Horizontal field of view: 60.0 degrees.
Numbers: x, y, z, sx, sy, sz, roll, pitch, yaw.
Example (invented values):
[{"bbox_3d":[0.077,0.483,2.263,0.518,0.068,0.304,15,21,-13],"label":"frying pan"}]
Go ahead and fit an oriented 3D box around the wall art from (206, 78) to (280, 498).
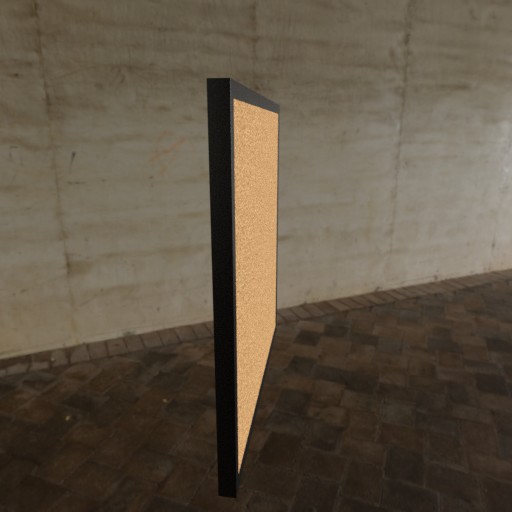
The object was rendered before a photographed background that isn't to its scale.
[{"bbox_3d":[0.000,0.000,1.112,0.036,0.755,0.756,2,16,8],"label":"wall art"}]
